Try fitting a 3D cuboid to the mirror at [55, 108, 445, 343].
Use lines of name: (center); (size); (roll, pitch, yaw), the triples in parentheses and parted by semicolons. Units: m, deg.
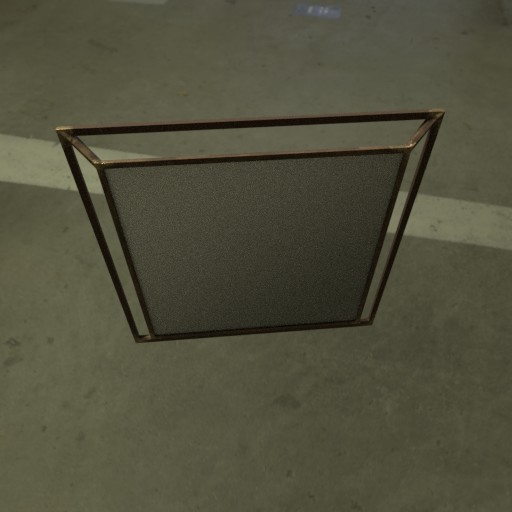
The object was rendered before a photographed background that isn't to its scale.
mirror: (0.000, 0.000, 0.911); (0.610, 0.610, 0.032); (-4, 48, -3)
